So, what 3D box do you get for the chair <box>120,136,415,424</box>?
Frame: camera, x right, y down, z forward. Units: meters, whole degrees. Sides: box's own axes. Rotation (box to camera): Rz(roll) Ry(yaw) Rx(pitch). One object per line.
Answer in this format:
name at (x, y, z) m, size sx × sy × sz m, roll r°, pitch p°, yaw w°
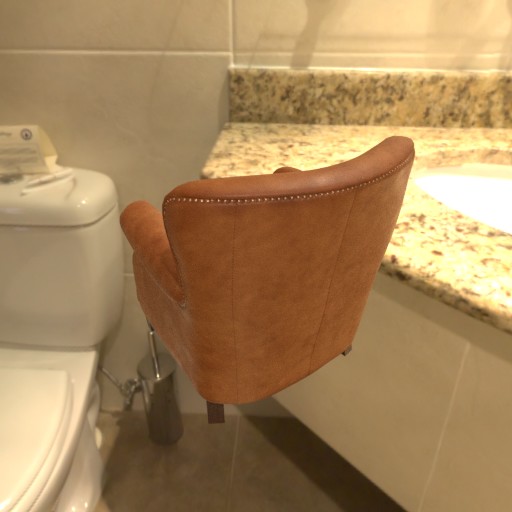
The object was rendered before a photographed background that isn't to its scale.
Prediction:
chair at (0.000, 0.000, 1.666) m, size 0.861 × 0.936 × 0.921 m, roll -19°, pitch 36°, yaw -28°
